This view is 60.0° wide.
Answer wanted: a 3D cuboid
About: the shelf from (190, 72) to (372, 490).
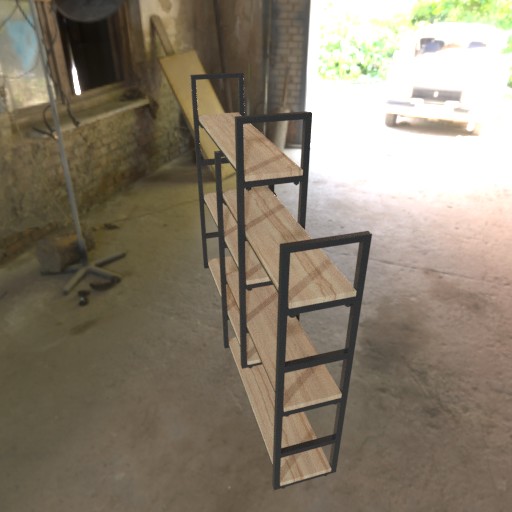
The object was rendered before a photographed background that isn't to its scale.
[{"bbox_3d":[0.000,0.000,1.371,0.183,0.921,0.946,-9,32,-14],"label":"shelf"}]
